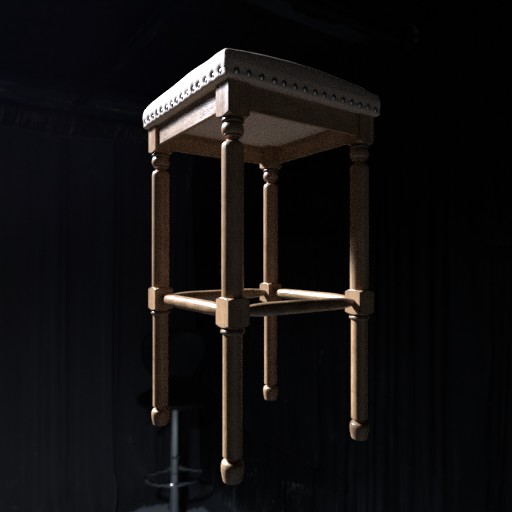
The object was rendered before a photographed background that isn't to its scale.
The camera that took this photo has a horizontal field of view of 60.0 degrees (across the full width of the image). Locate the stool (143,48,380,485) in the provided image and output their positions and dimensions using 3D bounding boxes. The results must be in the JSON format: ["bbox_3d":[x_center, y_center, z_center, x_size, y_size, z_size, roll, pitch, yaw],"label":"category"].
[{"bbox_3d":[0.000,0.000,0.978,0.383,0.768,0.382,0,0,-35],"label":"stool"}]
